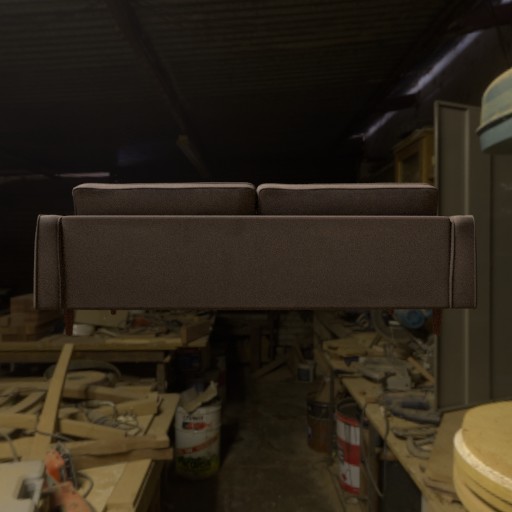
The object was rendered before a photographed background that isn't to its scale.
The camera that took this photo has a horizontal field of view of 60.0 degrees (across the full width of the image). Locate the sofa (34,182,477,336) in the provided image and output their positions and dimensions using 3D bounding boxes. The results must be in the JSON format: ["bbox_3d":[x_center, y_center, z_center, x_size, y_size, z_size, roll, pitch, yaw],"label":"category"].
[{"bbox_3d":[0.000,0.000,2.686,2.295,0.813,0.923,0,1,-1],"label":"sofa"}]
